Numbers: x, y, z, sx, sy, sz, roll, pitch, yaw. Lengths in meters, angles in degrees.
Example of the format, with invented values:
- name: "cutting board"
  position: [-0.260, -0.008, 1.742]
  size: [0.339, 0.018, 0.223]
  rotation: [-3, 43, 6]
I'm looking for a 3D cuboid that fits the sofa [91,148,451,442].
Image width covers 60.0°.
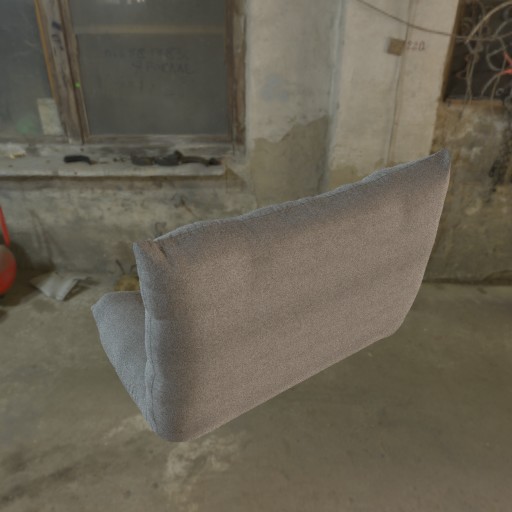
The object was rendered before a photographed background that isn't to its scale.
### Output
- name: "sofa"
  position: [0.000, 0.000, 1.677]
  size: [1.144, 0.795, 0.847]
  rotation: [-19, 34, -30]
